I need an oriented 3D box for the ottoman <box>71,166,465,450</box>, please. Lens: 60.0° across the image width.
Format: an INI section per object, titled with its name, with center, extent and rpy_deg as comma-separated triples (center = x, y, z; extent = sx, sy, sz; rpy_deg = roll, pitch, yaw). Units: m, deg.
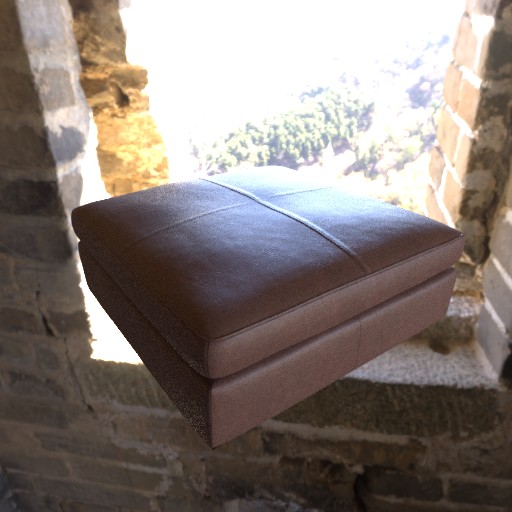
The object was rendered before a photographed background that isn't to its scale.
[ottoman]
center = 0.000, 0.000, 1.829
extent = 1.168, 0.490, 1.168
rpy_deg = -18, 32, -32
